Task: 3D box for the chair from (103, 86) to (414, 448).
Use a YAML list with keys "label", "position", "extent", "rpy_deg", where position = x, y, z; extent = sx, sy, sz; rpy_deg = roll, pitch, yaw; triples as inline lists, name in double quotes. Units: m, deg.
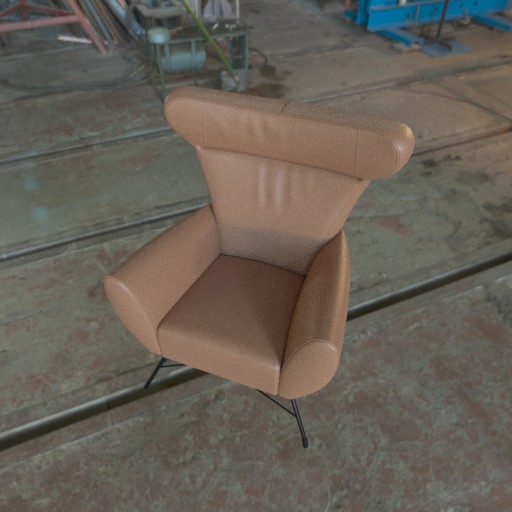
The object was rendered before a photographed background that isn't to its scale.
- label: "chair"
  position: [0.000, 0.000, 1.803]
  extent: [0.980, 1.050, 0.900]
  rpy_deg: [15, 45, 15]
